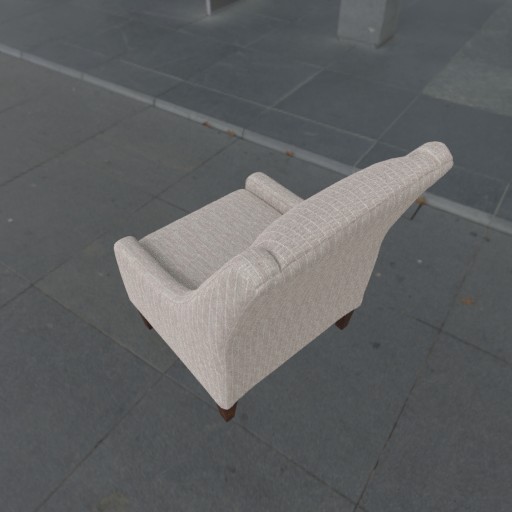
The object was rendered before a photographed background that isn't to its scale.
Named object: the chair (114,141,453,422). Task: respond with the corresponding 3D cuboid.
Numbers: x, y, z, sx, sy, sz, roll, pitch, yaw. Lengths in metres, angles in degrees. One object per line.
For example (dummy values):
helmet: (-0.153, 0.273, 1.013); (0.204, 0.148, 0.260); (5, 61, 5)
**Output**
chair: (0.000, 0.000, 1.643); (0.774, 1.014, 0.870); (-31, 53, -27)
